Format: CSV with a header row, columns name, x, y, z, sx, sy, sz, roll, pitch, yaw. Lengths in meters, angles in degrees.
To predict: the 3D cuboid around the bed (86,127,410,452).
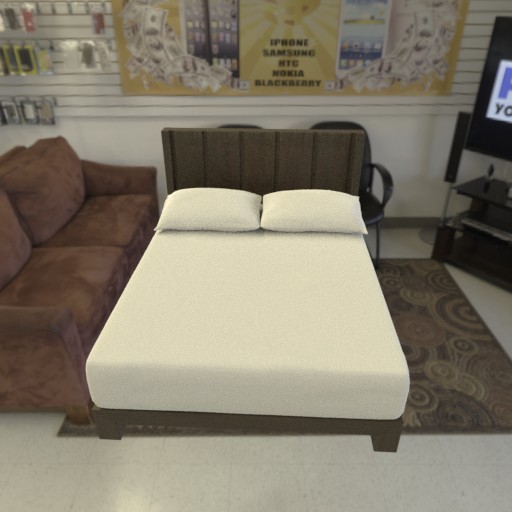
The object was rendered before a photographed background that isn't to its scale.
name,x,y,z,sx,sy,sz,roll,pitch,yaw
bed,0.000,0.000,3.195,1.727,1.270,2.242,1,30,3
